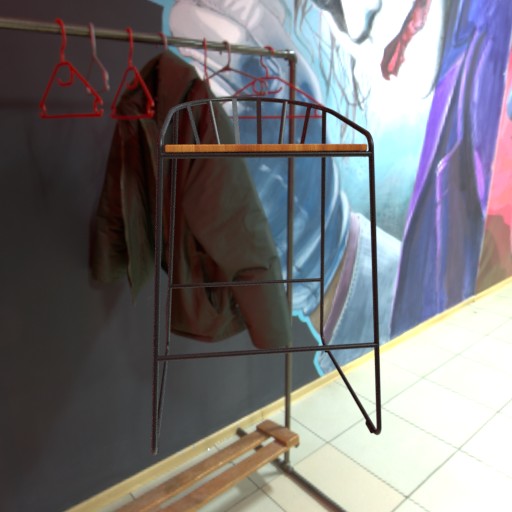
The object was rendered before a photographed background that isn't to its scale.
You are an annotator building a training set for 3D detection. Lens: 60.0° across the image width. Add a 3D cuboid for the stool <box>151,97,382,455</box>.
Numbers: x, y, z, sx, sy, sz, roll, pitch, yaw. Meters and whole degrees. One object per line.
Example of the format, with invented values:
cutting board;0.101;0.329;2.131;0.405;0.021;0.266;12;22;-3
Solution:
stool;0.000;0.000;1.165;0.546;0.812;0.521;-2;17;-7
